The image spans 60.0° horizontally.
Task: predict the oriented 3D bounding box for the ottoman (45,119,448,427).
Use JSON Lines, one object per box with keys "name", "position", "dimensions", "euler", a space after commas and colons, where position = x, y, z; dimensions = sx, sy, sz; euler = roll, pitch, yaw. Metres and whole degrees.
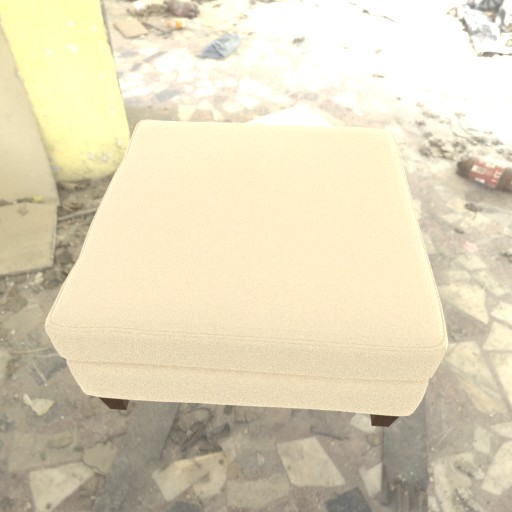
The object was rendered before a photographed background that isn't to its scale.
{"name": "ottoman", "position": [0.000, 0.000, 1.289], "dimensions": [0.838, 0.479, 0.838], "euler": [3, 47, 3]}
